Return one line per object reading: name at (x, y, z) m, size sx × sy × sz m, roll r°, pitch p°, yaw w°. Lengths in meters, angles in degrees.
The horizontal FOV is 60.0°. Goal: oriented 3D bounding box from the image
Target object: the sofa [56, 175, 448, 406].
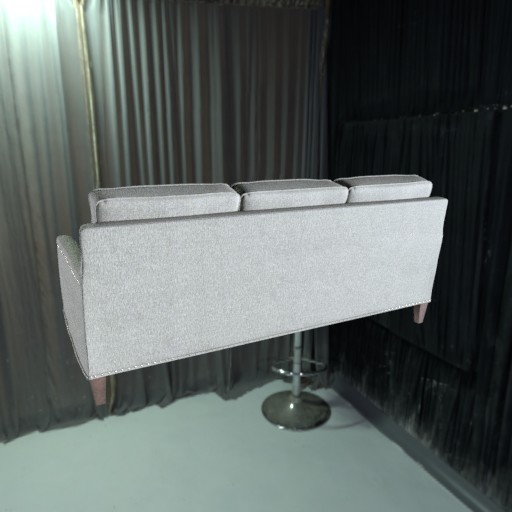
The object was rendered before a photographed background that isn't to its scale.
sofa at (0.000, 0.000, 2.804) m, size 2.246 × 1.003 × 1.084 m, roll -7°, pitch 16°, yaw -27°
